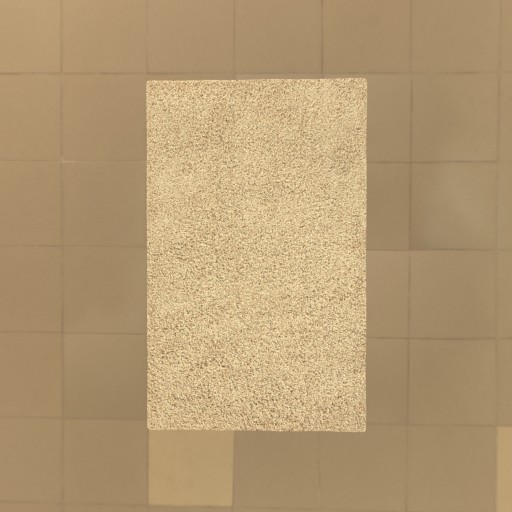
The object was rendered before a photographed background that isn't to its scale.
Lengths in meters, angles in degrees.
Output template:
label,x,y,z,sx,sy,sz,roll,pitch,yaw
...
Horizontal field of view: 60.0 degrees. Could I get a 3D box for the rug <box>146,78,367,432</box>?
label,x,y,z,sx,sy,sz,roll,pitch,yaw
rug,0.000,0.000,3.078,1.524,0.030,2.438,0,91,2
